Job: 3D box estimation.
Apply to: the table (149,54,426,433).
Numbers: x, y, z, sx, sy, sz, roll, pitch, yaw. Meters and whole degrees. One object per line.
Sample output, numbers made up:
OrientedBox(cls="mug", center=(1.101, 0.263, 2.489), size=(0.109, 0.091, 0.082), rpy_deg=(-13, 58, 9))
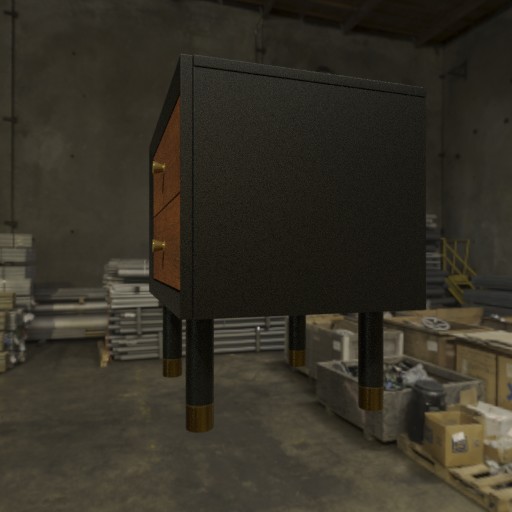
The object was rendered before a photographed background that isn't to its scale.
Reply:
OrientedBox(cls="table", center=(0.000, 0.000, 0.970), size=(0.441, 0.584, 0.564), rpy_deg=(0, 0, -18))
